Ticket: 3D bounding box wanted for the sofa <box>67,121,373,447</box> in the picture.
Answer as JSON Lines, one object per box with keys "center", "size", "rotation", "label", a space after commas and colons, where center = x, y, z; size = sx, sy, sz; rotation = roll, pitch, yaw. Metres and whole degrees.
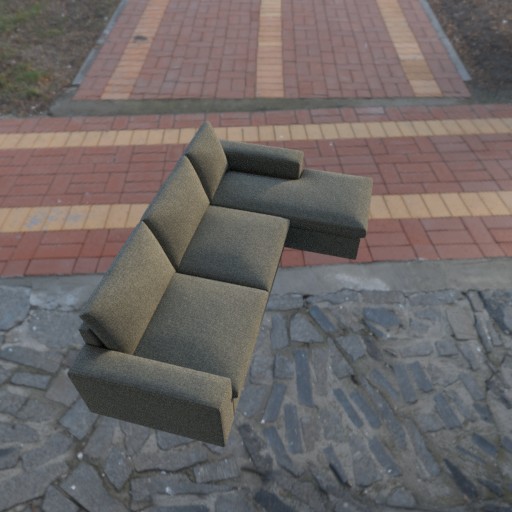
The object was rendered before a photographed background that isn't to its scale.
{"center": [0.000, 0.000, 3.541], "size": [1.689, 0.940, 2.718], "rotation": [11, 48, 10], "label": "sofa"}
